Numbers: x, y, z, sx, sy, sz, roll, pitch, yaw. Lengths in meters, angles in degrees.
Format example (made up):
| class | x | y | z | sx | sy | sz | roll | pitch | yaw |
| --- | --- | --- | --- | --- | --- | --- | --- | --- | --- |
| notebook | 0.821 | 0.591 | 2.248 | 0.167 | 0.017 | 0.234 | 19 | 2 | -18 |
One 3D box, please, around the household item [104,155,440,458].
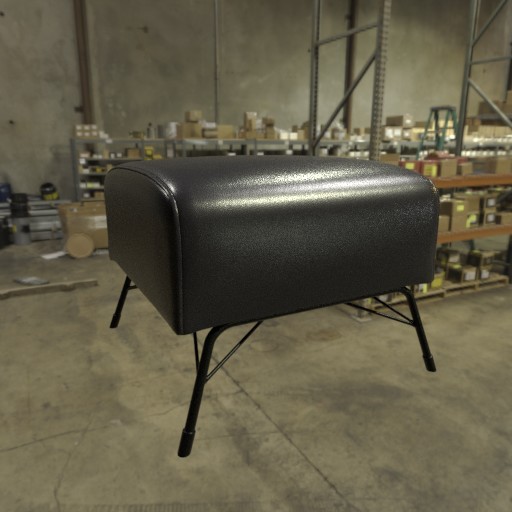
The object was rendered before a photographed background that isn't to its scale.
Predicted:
| class | x | y | z | sx | sy | sz | roll | pitch | yaw |
| --- | --- | --- | --- | --- | --- | --- | --- | --- | --- |
| household item | 0.000 | 0.000 | 0.924 | 0.530 | 0.410 | 0.530 | -8 | 16 | -27 |
